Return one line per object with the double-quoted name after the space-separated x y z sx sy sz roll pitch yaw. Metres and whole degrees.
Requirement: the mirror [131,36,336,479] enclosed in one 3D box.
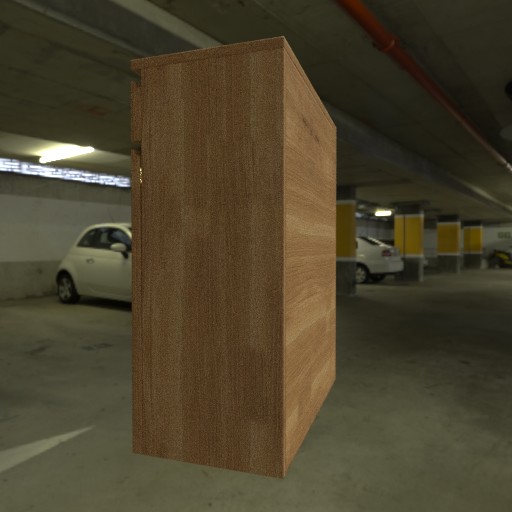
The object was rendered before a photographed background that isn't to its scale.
0.000 0.000 1.442 0.400 1.000 0.800 0 1 19 "mirror"
